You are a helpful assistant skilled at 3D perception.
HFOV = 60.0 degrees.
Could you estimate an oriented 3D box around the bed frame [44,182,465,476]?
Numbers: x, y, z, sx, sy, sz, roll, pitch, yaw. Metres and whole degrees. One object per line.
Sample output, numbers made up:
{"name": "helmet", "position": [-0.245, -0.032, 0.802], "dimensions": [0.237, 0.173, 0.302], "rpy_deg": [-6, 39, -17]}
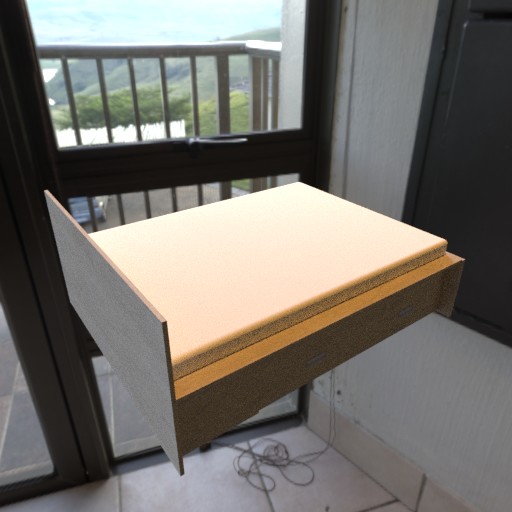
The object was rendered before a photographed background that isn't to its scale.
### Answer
{"name": "bed frame", "position": [0.000, 0.000, 2.770], "dimensions": [1.960, 0.800, 1.622], "rpy_deg": [-19, 33, -31]}
